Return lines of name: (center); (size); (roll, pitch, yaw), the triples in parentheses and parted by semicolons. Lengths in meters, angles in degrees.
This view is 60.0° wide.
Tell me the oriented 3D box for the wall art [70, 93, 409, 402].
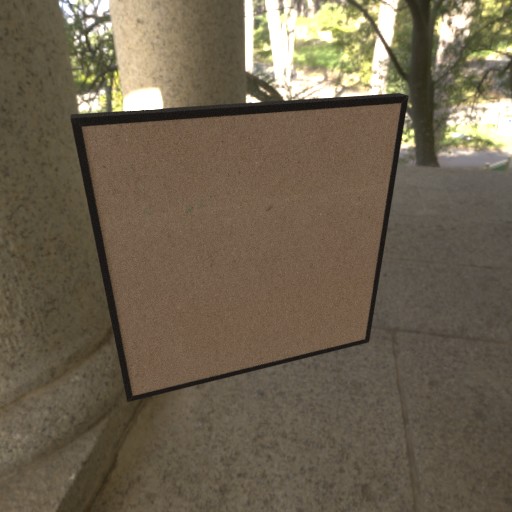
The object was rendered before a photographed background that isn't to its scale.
wall art: (0.000, 0.000, 1.155); (0.762, 0.762, 0.038); (-10, 31, -17)
